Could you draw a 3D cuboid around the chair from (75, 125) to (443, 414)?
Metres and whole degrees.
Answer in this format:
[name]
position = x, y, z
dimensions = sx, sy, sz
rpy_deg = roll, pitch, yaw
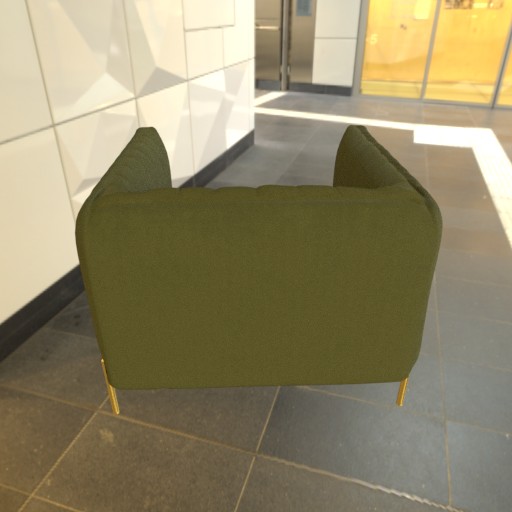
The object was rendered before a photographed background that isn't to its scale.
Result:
[chair]
position = 0.000, 0.000, 1.652
dimensions = 1.032, 0.794, 0.877
rpy_deg = -1, 30, -2
